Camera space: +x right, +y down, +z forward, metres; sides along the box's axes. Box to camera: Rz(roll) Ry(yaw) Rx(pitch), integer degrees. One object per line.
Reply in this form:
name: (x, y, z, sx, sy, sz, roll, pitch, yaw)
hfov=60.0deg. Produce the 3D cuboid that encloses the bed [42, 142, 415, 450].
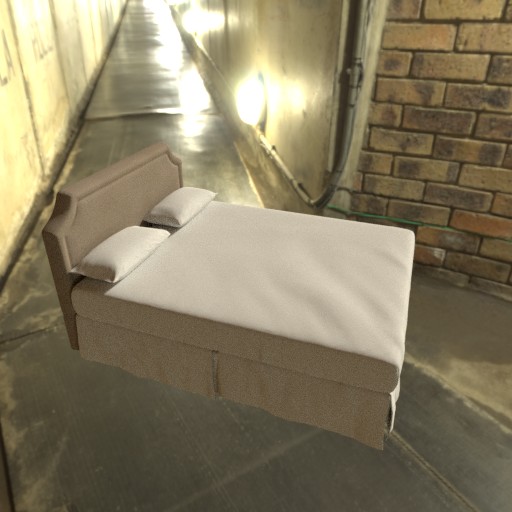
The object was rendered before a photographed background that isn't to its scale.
bed: (0.000, 0.000, 3.602, 2.498, 1.293, 1.977, 10, 31, 17)
